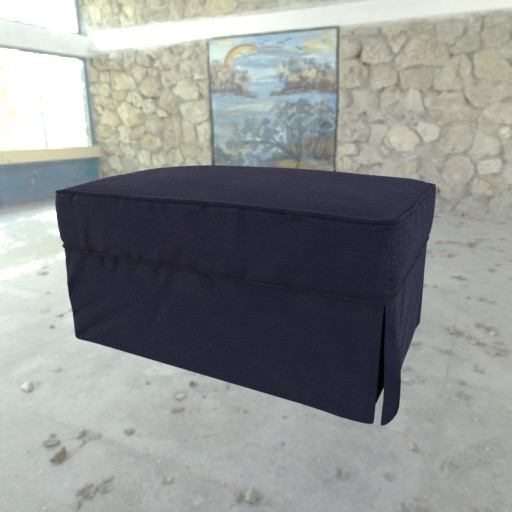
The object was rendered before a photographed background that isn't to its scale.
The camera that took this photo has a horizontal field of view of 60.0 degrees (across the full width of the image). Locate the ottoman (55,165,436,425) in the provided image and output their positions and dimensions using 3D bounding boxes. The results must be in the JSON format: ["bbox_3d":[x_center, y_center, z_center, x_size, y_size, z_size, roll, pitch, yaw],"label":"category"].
[{"bbox_3d":[0.000,0.000,1.293,0.938,0.503,0.637,8,18,26],"label":"ottoman"}]
